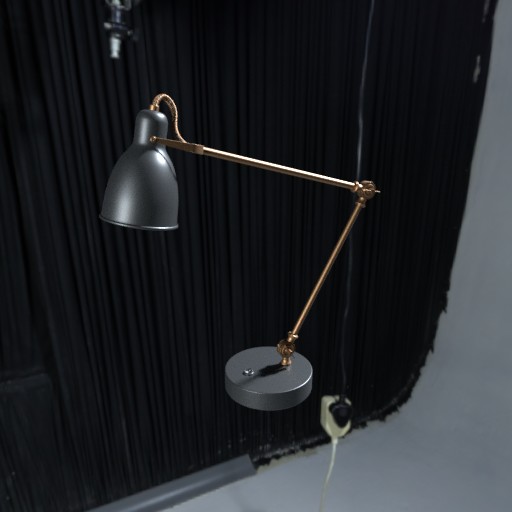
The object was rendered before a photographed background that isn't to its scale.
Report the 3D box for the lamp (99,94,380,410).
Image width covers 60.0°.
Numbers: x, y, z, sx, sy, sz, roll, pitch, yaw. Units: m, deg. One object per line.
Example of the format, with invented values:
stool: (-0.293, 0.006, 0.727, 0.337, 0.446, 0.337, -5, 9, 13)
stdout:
lamp: (0.000, 0.000, 0.862, 0.561, 0.587, 0.187, -8, 19, -24)
